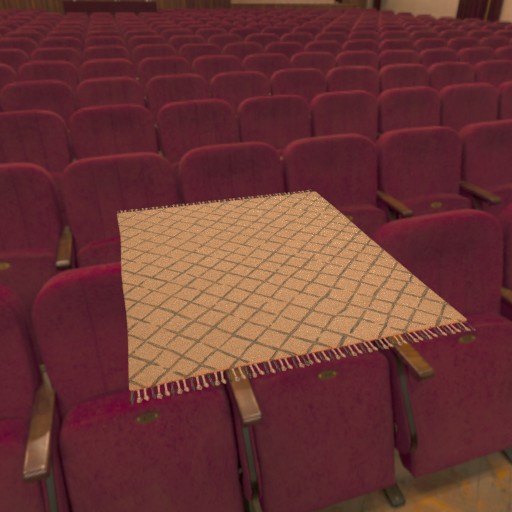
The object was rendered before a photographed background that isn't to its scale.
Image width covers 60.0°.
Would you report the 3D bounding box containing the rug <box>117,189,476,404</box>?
[{"bbox_3d":[0.000,0.000,4.918,2.892,0.036,3.585,-8,30,-15],"label":"rug"}]
